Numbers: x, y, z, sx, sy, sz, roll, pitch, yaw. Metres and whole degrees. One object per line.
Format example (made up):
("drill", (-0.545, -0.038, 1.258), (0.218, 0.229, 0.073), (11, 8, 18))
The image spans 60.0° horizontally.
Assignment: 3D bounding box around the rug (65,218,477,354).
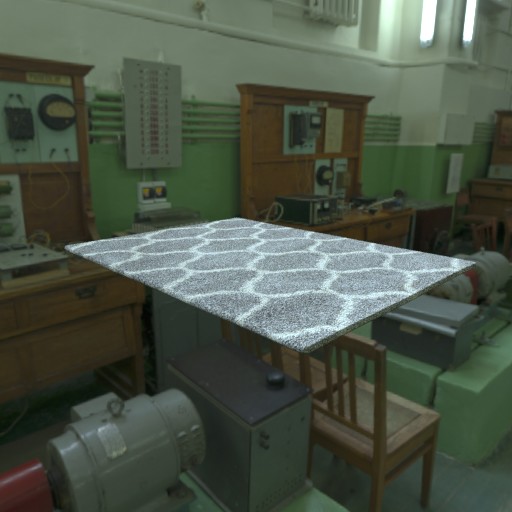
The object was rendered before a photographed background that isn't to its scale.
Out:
("rug", (0.000, 0.000, 2.122), (1.200, 0.025, 1.600), (-14, 20, -42))
